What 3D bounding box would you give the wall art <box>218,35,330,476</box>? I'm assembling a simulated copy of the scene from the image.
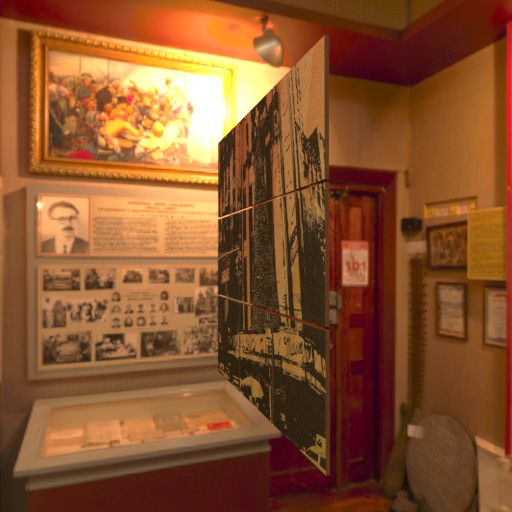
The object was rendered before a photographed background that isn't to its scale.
[{"bbox_3d":[0.000,0.000,1.796,0.013,1.216,1.216,0,0,-19],"label":"wall art"}]
